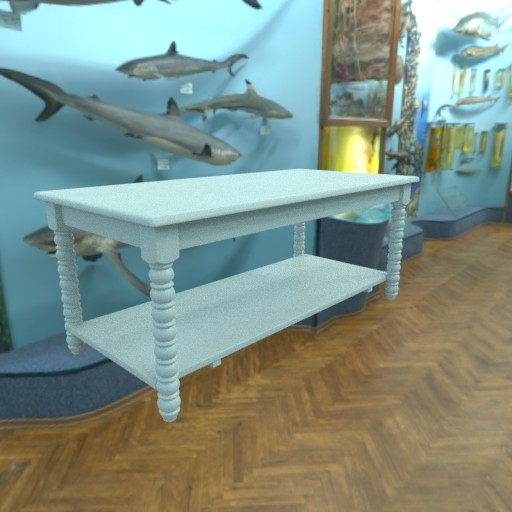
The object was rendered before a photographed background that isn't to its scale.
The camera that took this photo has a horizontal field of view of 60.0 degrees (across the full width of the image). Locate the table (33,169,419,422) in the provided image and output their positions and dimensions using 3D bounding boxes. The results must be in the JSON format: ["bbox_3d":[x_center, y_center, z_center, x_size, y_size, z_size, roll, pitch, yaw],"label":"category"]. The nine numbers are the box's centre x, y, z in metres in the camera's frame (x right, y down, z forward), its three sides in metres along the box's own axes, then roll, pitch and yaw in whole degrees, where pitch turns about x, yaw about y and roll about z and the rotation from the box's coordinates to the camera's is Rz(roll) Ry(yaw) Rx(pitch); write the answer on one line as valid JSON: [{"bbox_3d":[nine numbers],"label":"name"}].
[{"bbox_3d":[0.000,0.000,1.490,0.580,0.487,1.171,14,21,42],"label":"table"}]
